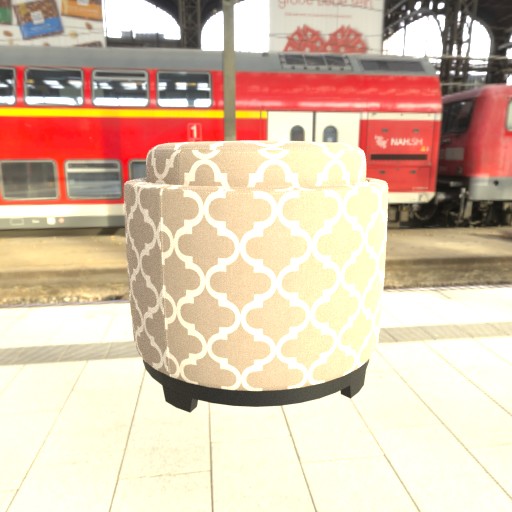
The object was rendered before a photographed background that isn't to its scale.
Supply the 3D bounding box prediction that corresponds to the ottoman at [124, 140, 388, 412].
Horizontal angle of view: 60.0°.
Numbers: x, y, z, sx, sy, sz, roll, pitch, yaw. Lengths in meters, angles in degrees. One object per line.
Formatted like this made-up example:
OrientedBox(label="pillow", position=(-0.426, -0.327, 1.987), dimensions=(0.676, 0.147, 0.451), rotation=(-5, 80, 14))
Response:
OrientedBox(label="ottoman", position=(0.000, 0.000, 0.857), dimensions=(0.480, 0.429, 0.480), rotation=(0, 13, 0))
